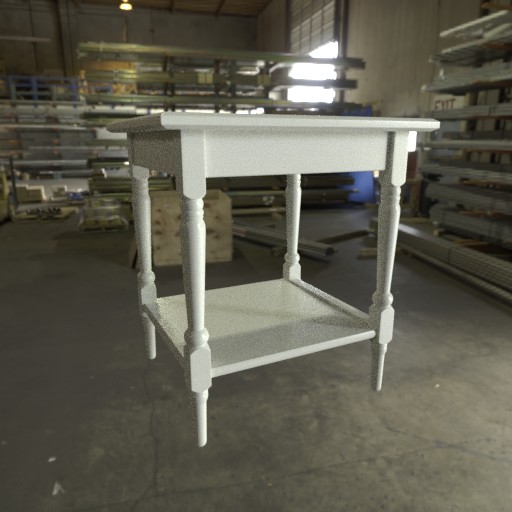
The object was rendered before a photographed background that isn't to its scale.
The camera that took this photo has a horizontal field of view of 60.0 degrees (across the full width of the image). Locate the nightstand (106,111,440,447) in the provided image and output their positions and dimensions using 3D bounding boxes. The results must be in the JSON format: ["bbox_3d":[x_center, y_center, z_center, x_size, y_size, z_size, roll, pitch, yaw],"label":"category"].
[{"bbox_3d":[0.000,0.000,0.948,0.505,0.555,0.459,-7,16,-26],"label":"nightstand"}]
